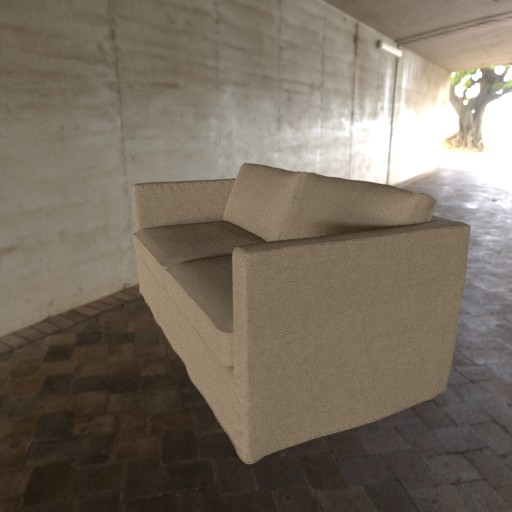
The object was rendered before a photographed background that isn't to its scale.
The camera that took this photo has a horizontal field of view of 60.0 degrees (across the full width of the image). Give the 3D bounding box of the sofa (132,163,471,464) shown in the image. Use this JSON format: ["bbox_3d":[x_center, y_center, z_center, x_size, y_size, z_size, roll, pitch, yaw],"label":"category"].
[{"bbox_3d":[0.000,0.000,2.255,0.956,0.828,1.766,-8,18,-24],"label":"sofa"}]
